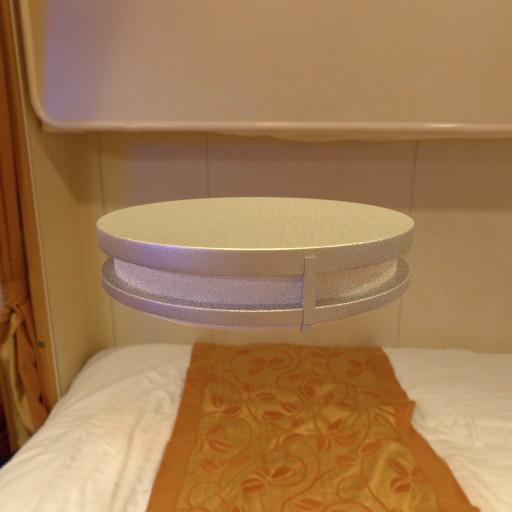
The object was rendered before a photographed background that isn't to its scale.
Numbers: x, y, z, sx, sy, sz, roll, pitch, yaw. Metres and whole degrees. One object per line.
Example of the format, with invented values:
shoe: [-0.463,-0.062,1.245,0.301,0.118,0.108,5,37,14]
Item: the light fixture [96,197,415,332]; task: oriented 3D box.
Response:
light fixture: [0.000,0.000,0.534,0.356,0.102,0.356,0,14,0]
